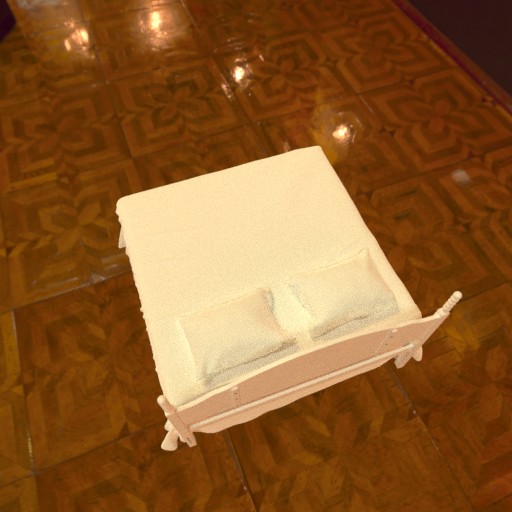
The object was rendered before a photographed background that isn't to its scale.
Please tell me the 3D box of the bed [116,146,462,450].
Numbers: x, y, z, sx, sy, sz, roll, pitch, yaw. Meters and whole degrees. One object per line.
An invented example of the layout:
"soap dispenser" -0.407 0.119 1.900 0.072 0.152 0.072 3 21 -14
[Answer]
"bed" 0.000 0.000 3.645 2.322 1.355 2.219 -17 60 -10
